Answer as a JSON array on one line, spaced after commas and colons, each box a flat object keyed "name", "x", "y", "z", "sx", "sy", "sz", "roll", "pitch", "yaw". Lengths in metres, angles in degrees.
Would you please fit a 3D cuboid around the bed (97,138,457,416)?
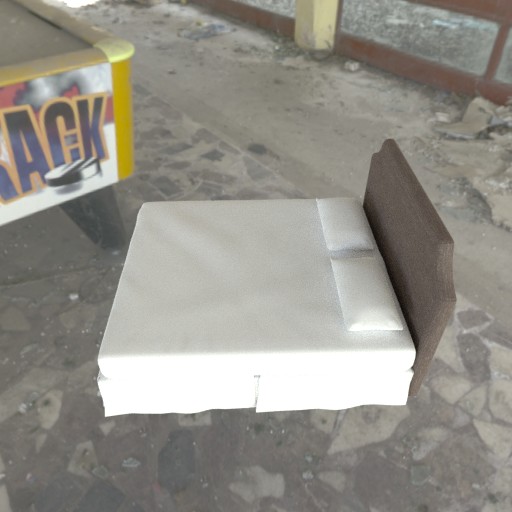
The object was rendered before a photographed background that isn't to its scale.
[{"name": "bed", "x": 0.000, "y": 0.000, "z": 4.219, "sx": 2.773, "sy": 1.590, "sz": 2.350, "roll": -1, "pitch": 41, "yaw": -1}]
